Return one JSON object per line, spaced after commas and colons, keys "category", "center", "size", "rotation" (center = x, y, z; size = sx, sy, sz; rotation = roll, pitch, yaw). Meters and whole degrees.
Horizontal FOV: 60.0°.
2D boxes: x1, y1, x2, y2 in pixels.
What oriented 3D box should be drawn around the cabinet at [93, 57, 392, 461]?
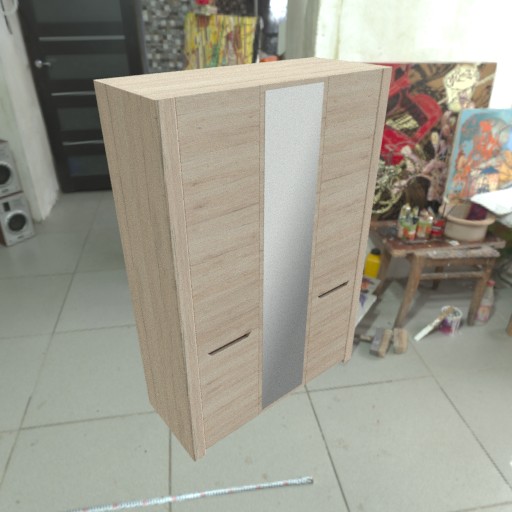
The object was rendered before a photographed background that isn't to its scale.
{"category": "cabinet", "center": [0.000, 0.000, 2.685], "size": [1.400, 2.070, 0.580], "rotation": [-22, 37, -33]}
